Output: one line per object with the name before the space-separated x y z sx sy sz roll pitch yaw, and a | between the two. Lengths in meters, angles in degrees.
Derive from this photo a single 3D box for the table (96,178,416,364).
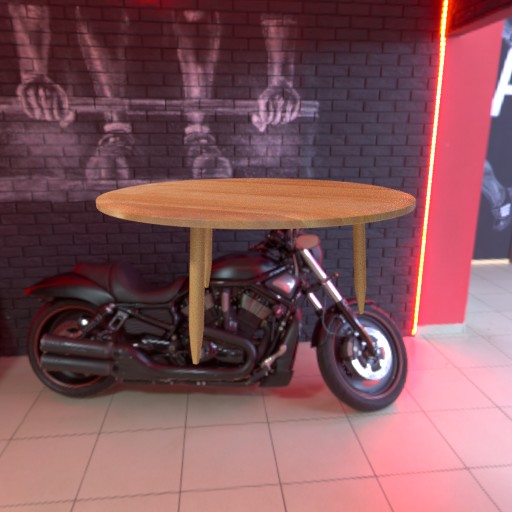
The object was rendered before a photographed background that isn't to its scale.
table | 0.000 0.000 1.369 0.900 0.400 0.900 0 15 0
